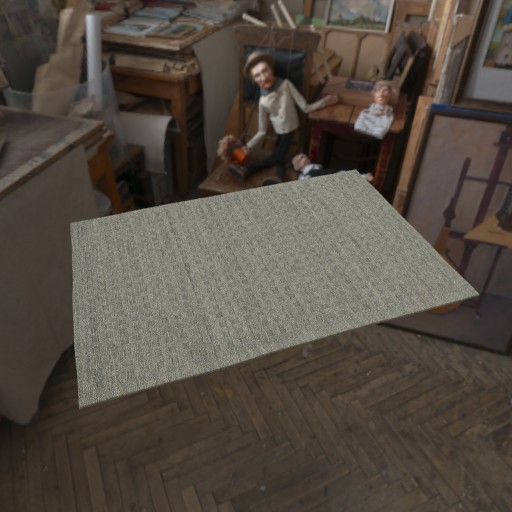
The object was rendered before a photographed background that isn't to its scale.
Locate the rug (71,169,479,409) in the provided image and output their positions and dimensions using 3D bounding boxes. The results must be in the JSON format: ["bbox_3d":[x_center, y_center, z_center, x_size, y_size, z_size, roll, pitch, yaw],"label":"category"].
[{"bbox_3d":[0.000,0.000,2.908,2.297,0.018,1.532,-13,43,-14],"label":"rug"}]
